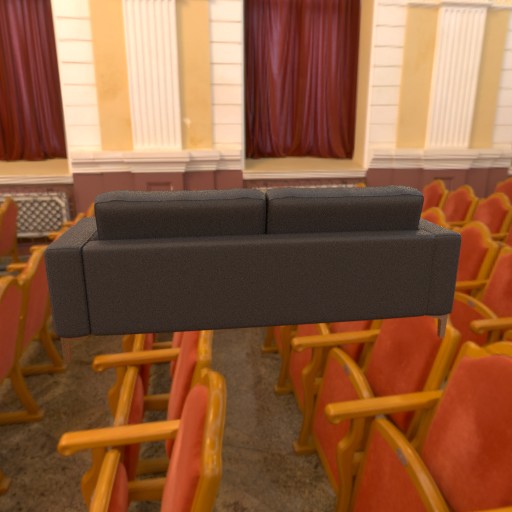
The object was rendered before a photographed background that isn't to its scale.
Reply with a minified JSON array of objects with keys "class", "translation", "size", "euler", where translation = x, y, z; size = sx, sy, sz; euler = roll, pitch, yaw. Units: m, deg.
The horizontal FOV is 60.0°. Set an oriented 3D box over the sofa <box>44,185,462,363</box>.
[{"class":"sofa","translation":[0.000,0.000,2.773],"size":[2.275,0.893,0.833],"euler":[-2,16,-8]}]
